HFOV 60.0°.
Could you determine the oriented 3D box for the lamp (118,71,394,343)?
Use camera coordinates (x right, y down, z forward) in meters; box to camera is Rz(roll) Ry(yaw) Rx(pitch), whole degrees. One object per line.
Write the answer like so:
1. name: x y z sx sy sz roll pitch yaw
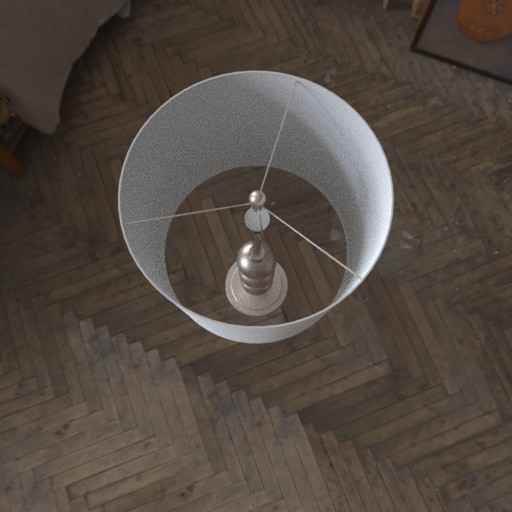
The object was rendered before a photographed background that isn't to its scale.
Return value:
1. lamp: 0.000 0.000 0.703 0.277 0.538 0.277 -14 76 -4
